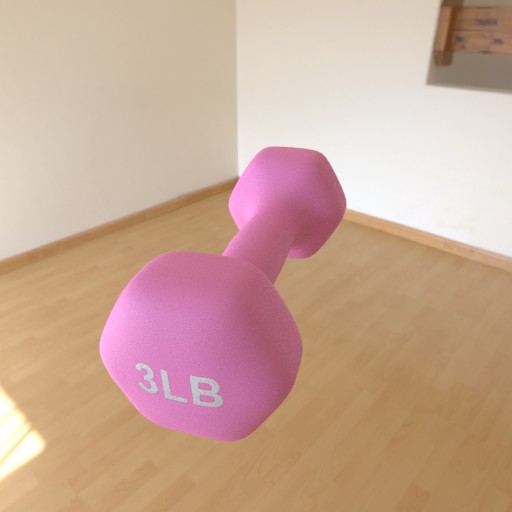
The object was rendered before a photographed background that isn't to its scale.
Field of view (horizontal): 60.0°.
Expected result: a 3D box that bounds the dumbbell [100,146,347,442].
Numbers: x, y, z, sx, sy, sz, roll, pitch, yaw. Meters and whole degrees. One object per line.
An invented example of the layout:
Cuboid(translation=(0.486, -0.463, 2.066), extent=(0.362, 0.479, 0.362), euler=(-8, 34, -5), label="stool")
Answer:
Cuboid(translation=(0.000, 0.000, 0.191), extent=(0.064, 0.058, 0.159), euler=(9, 31, 15), label="dumbbell")
